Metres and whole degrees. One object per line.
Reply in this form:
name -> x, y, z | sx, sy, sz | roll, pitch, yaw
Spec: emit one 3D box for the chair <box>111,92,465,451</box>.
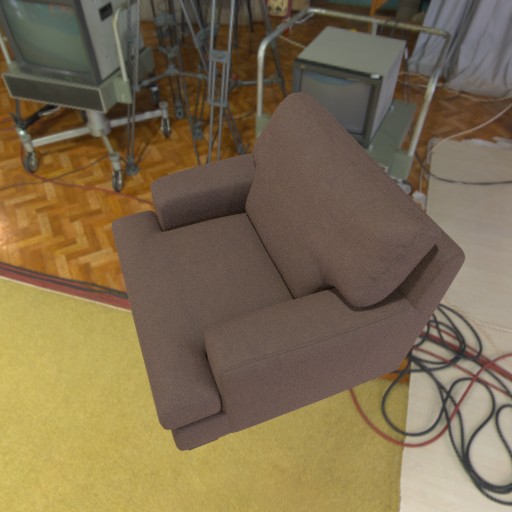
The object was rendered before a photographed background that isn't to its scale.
chair -> 0.000, 0.000, 1.951 | 1.143, 0.940, 1.168 | -16, 50, -14
